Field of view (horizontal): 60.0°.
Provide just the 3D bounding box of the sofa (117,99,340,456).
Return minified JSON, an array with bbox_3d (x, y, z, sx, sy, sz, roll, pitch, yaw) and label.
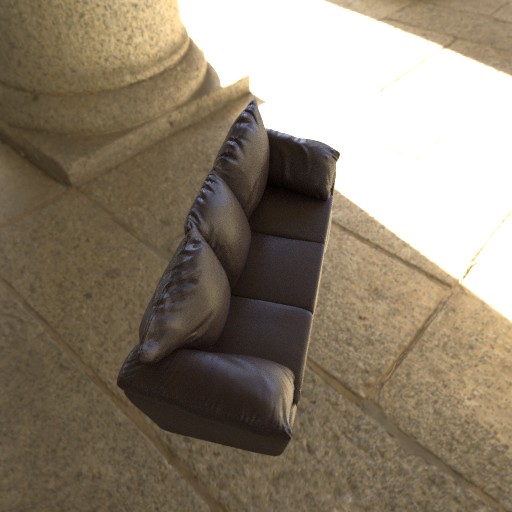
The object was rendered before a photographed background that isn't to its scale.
[{"bbox_3d":[0.000,0.000,2.941,0.907,1.091,2.390,10,48,9],"label":"sofa"}]
